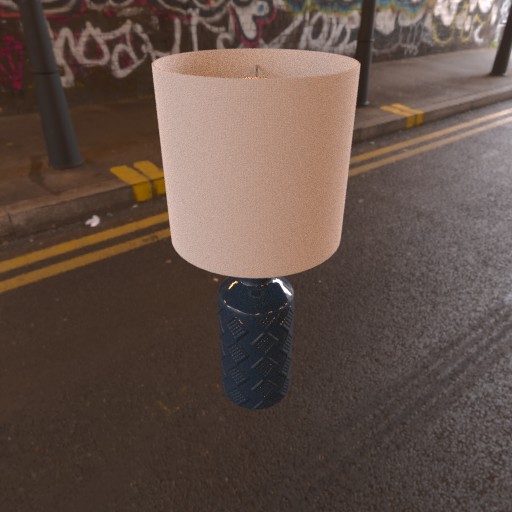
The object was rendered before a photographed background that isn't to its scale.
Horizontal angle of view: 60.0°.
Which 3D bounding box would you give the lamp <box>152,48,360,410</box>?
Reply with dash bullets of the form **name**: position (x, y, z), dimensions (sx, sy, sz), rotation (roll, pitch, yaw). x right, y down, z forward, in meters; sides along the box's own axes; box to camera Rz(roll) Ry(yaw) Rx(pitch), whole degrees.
- **lamp**: position (0.000, 0.000, 0.566), dimensions (0.207, 0.461, 0.207), rotation (0, 31, 1)
